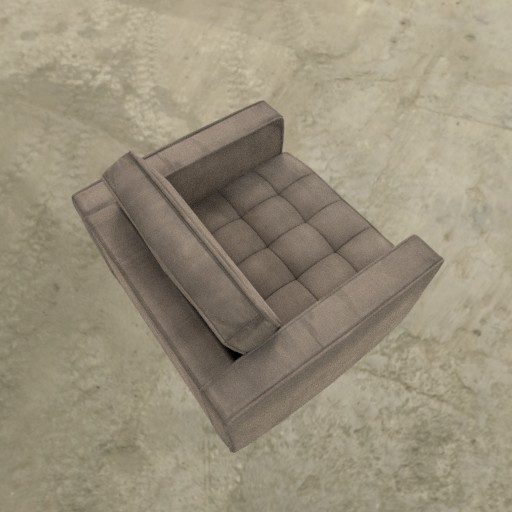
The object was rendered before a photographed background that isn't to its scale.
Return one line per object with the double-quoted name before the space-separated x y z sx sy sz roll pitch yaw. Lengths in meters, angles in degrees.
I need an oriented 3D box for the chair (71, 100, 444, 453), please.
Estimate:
"chair" 0.000 0.000 1.520 0.843 0.773 0.928 -32 63 -18
